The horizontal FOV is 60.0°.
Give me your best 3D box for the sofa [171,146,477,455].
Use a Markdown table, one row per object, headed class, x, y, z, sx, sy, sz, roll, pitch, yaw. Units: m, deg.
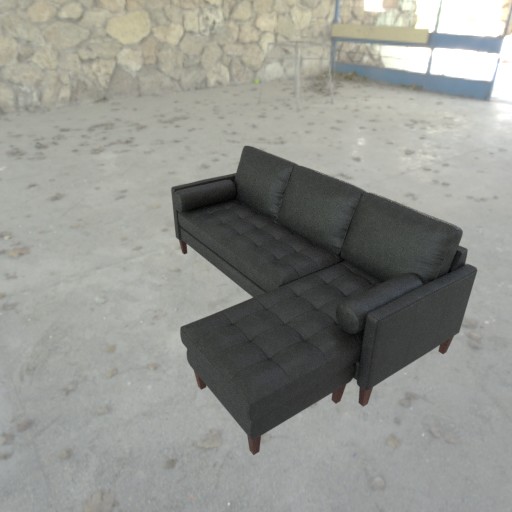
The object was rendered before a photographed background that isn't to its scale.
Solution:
| class | x | y | z | sx | sy | sz | roll | pitch | yaw |
| --- | --- | --- | --- | --- | --- | --- | --- | --- | --- |
| sofa | 0.000 | 0.000 | 2.930 | 1.497 | 0.876 | 2.178 | -19 | 34 | -30 |
